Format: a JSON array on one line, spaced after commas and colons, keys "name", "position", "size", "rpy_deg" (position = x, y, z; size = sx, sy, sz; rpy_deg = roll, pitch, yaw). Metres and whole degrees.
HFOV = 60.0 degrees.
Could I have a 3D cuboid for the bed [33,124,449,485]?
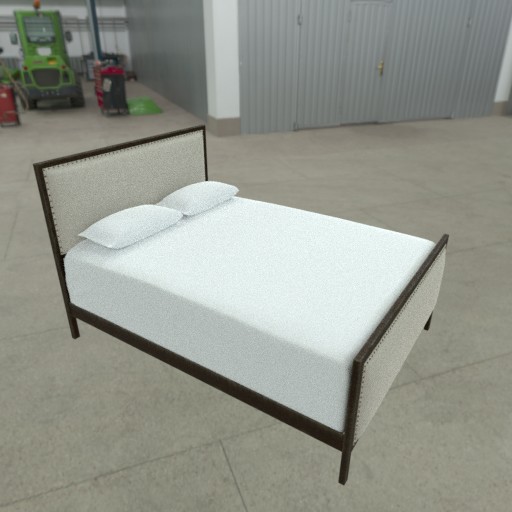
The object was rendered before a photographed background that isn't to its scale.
[{"name": "bed", "position": [0.000, 0.000, 3.052], "size": [2.221, 1.313, 1.607], "rpy_deg": [17, 31, 30]}]
